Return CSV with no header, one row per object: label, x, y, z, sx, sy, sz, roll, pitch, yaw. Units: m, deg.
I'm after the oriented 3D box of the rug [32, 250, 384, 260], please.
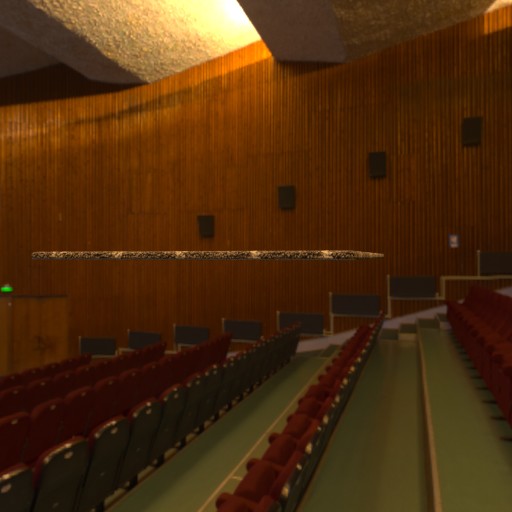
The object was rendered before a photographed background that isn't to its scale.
rug,0.000,0.000,2.334,1.219,0.030,1.778,0,0,19
